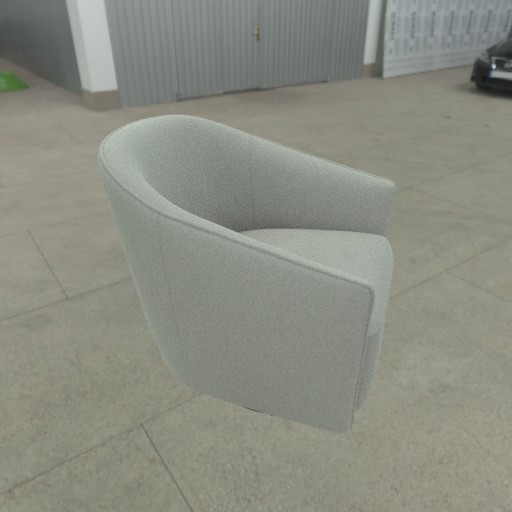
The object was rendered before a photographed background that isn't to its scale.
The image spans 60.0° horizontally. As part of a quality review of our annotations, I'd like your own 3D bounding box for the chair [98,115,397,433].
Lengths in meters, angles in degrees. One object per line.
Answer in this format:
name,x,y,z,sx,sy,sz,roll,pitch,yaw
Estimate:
chair,0.000,0.000,1.465,0.875,0.799,0.747,10,31,17
